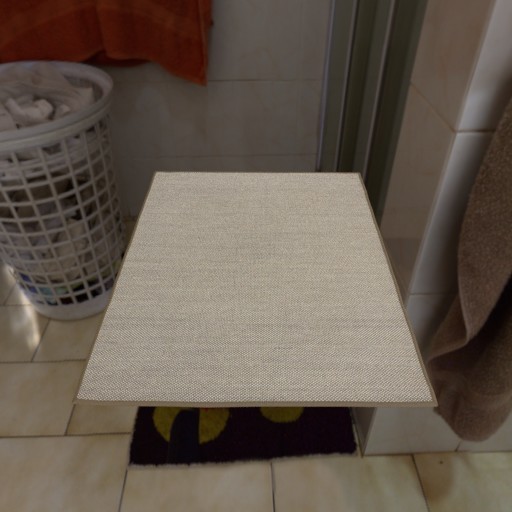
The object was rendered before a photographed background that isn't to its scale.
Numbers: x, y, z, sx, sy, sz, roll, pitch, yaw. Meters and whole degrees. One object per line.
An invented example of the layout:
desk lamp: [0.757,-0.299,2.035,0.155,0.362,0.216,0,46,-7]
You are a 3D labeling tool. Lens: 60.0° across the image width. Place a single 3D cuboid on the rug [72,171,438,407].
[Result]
rug: [0.000,0.000,4.042,2.413,0.020,3.041,0,41,0]
